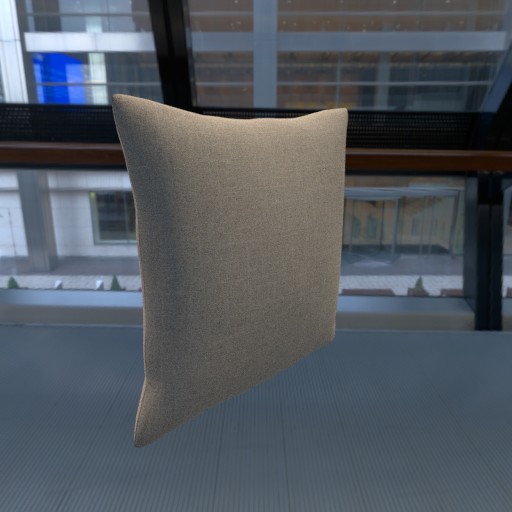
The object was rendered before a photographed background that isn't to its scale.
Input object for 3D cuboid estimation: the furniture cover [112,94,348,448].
[{"bbox_3d":[0.000,0.000,0.773,0.178,0.506,0.512,15,22,42],"label":"furniture cover"}]
